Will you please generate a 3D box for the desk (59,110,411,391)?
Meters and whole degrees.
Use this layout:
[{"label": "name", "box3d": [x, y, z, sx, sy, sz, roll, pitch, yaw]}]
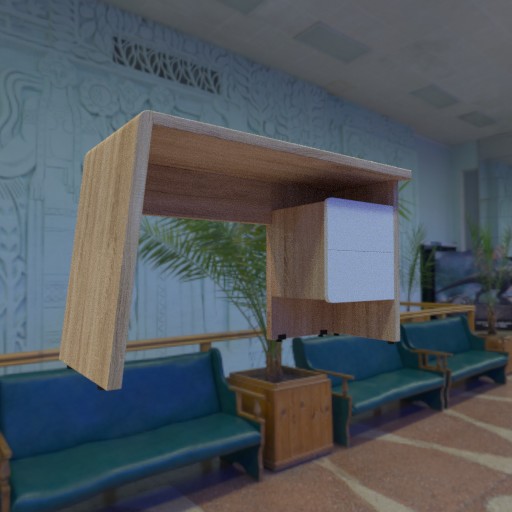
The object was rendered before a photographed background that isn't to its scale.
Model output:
[{"label": "desk", "box3d": [0.000, 0.000, 1.709, 1.300, 0.750, 0.500, 2, -3, -37]}]
